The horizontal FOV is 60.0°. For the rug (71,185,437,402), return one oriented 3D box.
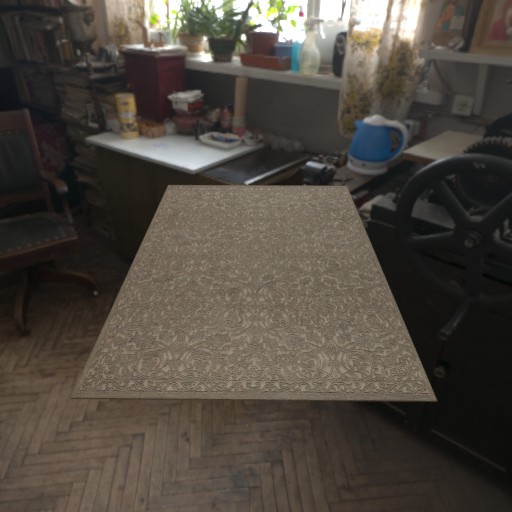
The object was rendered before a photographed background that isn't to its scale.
[{"bbox_3d":[0.000,0.000,2.254,1.221,0.006,1.827,0,32,1],"label":"rug"}]
